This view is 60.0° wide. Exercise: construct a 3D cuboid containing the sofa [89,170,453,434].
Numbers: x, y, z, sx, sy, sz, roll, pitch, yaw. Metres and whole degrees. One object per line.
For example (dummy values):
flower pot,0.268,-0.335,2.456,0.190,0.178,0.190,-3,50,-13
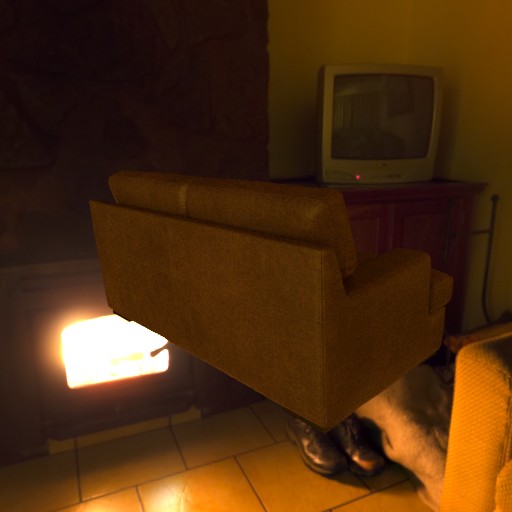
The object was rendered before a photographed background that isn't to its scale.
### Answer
sofa,0.000,0.000,2.540,1.143,0.939,1.880,-14,20,-42
